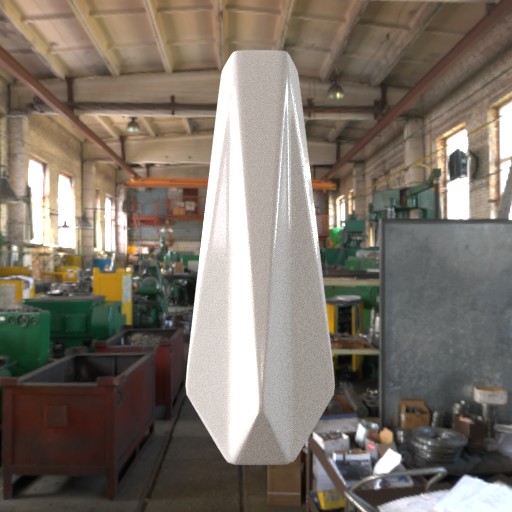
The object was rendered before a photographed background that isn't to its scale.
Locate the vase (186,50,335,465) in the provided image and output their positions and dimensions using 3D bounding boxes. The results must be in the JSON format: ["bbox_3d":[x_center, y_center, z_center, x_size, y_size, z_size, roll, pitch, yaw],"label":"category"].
[{"bbox_3d":[0.000,0.000,0.387,0.122,0.329,0.116,1,-1,-36],"label":"vase"}]
